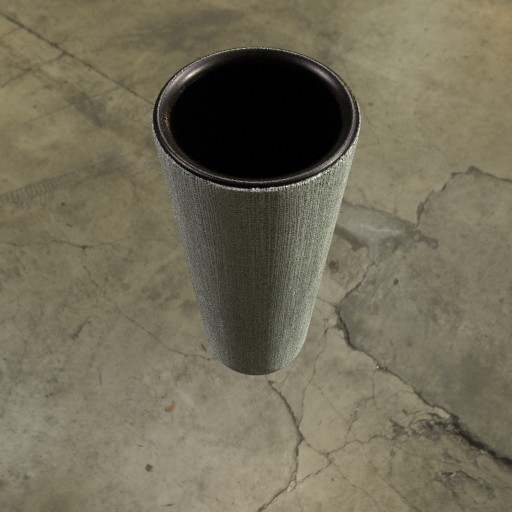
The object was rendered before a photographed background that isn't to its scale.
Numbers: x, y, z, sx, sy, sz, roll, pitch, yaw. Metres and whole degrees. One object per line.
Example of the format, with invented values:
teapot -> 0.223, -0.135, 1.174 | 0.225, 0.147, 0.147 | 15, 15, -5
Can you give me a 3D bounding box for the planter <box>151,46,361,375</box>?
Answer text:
planter -> 0.000, 0.000, 0.326 | 0.100, 0.270, 0.100 | 34, 64, 19
